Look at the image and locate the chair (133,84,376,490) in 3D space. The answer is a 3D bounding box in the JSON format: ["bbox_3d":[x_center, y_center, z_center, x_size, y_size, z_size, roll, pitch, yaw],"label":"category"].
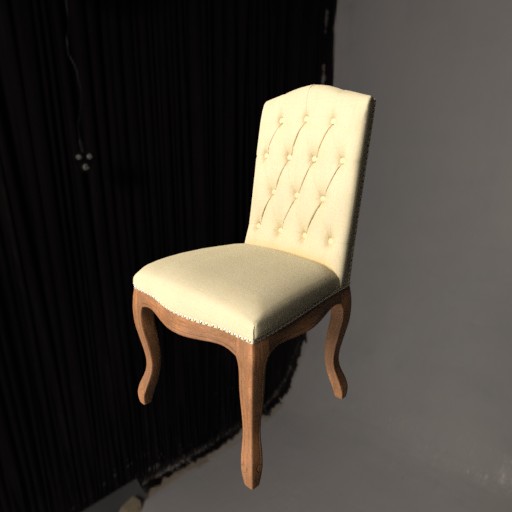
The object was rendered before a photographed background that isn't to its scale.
[{"bbox_3d":[0.000,0.000,1.560,0.623,1.165,0.715,16,23,42],"label":"chair"}]
